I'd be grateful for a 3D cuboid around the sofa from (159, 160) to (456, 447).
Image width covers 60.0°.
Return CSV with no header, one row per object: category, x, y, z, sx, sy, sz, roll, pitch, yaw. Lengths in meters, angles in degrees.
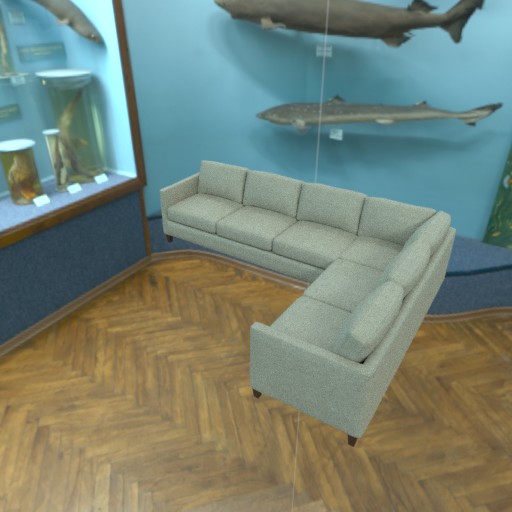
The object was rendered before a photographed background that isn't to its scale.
sofa,0.000,0.000,4.540,3.333,0.934,2.522,18,35,28
